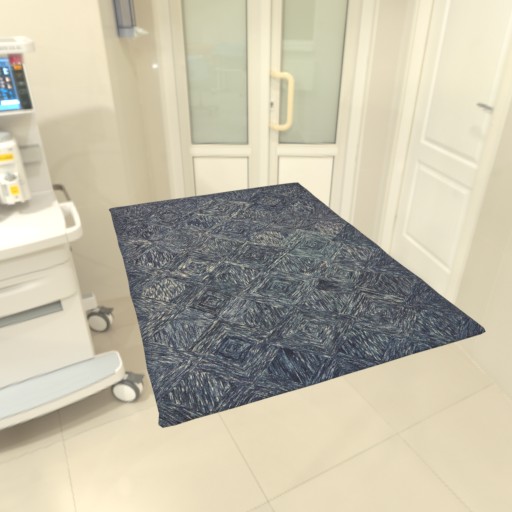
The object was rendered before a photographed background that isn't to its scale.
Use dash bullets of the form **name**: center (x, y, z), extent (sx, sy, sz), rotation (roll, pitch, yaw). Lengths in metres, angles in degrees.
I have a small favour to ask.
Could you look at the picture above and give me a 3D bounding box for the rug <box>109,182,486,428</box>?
- **rug**: center (0.000, 0.000, 4.139), extent (2.385, 0.024, 3.245), rotation (-11, 32, -18)
